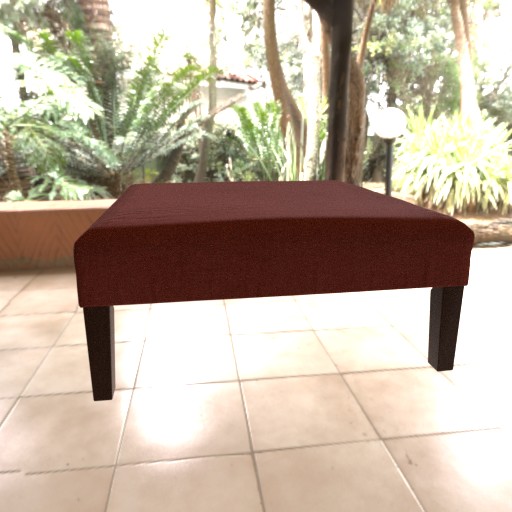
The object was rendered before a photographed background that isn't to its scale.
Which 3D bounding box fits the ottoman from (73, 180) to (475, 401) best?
[{"bbox_3d":[0.000,0.000,1.411,0.890,0.411,0.889,-2,16,-9],"label":"ottoman"}]
